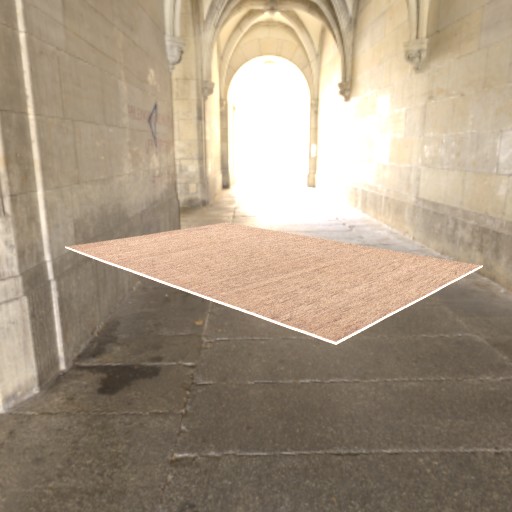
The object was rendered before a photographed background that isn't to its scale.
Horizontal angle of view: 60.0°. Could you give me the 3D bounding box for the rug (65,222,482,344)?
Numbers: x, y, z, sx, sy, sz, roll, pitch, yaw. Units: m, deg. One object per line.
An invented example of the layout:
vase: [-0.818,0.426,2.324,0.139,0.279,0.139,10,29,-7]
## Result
rug: [0.000,0.000,2.324,1.840,0.013,1.225,13,19,43]
